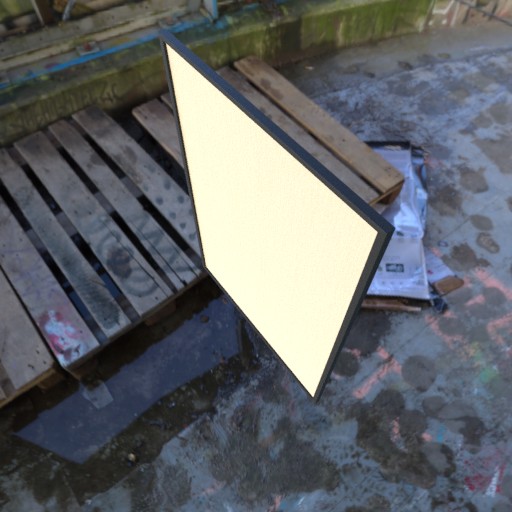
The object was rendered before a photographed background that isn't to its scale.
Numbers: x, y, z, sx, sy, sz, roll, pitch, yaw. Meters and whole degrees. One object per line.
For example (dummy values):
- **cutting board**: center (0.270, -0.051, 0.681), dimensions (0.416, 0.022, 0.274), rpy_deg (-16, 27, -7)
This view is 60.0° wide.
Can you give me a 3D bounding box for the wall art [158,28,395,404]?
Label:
- **wall art**: center (0.000, 0.000, 0.830), dimensions (0.013, 0.660, 0.460), rpy_deg (-32, 63, -19)
